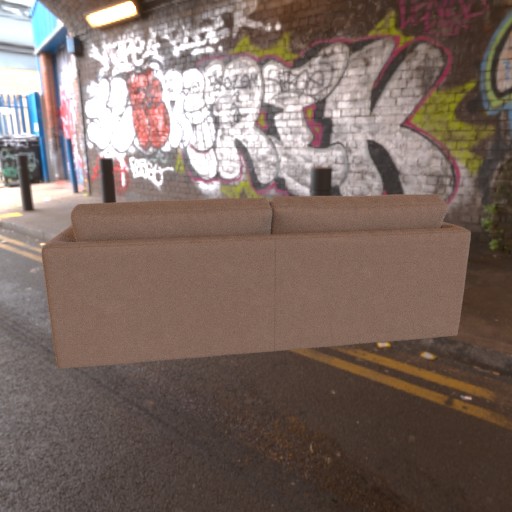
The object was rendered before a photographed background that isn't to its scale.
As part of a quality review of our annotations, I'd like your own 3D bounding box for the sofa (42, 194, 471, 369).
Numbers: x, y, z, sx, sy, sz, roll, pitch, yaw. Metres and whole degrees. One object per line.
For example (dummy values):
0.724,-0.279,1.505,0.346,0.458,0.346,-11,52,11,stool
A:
0.000,0.000,2.819,2.588,0.838,1.090,-3,15,-10,sofa
